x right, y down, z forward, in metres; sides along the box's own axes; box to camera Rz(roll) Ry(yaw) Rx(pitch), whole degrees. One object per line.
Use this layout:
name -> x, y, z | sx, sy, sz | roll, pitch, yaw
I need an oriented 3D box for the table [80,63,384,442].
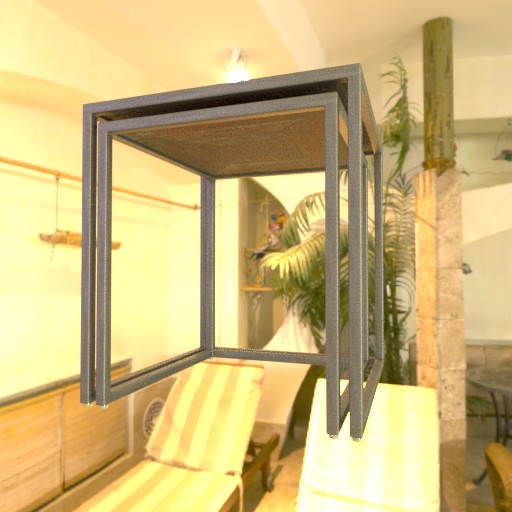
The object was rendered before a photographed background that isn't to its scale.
table -> 0.000, 0.000, 0.862 | 0.450, 0.500, 0.449 | 0, -1, 19
